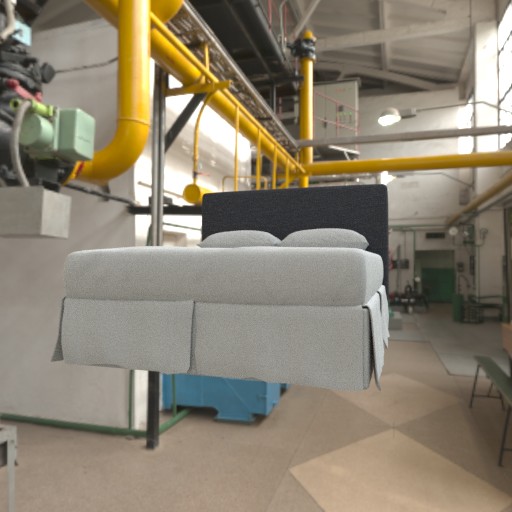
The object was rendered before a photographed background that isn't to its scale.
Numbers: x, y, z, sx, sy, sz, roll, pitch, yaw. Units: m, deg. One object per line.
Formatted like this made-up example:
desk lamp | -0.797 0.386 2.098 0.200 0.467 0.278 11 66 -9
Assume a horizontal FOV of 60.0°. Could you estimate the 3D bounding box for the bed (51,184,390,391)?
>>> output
bed | 0.000 0.000 3.307 1.884 1.330 2.142 0 -1 18
